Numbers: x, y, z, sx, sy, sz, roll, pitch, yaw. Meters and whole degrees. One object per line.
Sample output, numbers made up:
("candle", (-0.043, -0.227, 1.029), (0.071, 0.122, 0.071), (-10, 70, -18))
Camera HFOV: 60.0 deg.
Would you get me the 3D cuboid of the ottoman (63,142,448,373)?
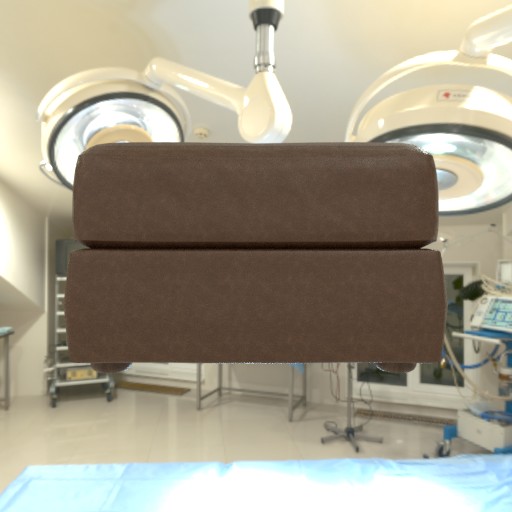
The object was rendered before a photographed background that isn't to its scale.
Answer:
("ottoman", (0.000, 0.000, 1.129), (0.751, 0.476, 0.603), (0, -1, 0))
